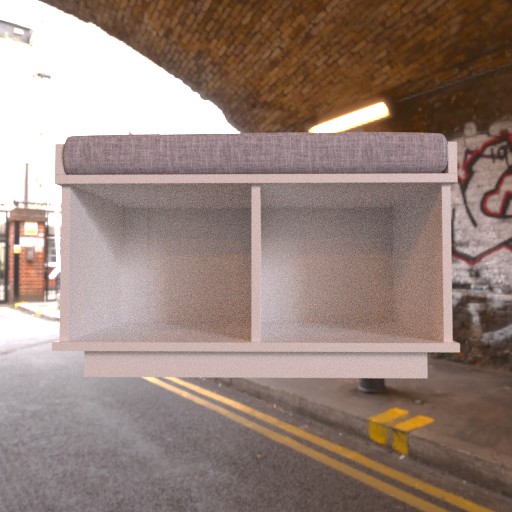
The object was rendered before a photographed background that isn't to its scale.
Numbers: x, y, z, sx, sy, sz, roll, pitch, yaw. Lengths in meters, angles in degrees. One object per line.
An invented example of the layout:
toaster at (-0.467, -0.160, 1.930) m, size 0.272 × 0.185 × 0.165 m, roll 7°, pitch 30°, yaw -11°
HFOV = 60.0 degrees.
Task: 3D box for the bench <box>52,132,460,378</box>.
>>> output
bench at (0.000, 0.000, 0.973) m, size 0.734 × 0.461 × 0.362 m, roll 0°, pitch -2°, yaw 1°
